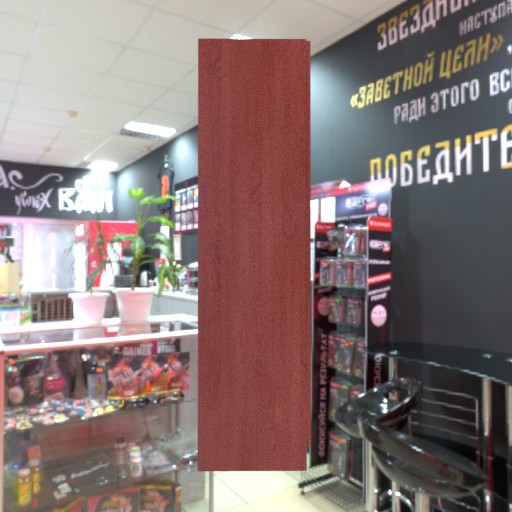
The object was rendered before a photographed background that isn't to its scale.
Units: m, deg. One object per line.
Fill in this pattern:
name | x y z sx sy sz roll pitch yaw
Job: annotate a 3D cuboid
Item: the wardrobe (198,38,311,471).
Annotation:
wardrobe | 0.000 0.000 3.208 0.598 2.159 1.998 0 0 -1
